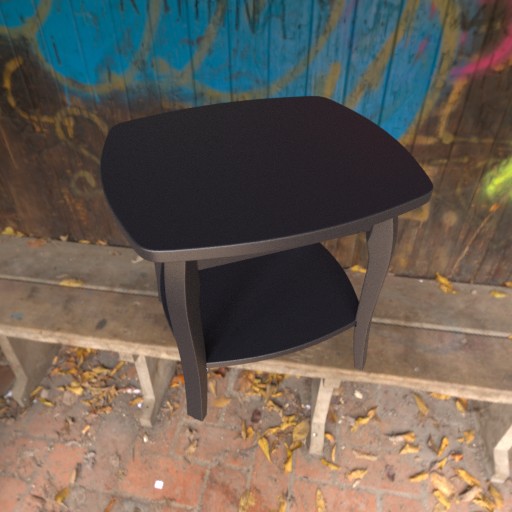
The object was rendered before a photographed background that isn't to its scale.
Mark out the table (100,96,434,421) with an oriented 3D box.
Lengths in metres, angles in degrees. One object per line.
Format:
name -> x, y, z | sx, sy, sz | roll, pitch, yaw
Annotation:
table -> 0.000, 0.000, 0.895 | 0.508, 0.457, 0.457 | -13, 42, -15
